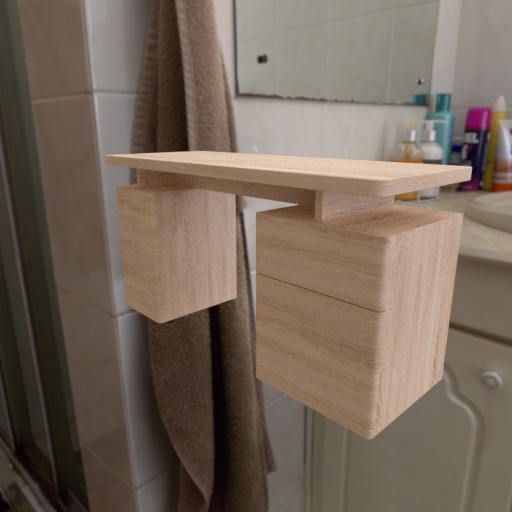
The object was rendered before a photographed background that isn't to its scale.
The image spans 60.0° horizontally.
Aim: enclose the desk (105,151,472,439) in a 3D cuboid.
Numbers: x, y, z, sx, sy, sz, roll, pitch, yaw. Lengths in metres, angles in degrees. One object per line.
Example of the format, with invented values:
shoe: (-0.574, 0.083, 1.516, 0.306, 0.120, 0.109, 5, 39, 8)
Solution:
desk: (0.000, 0.000, 1.790, 0.550, 0.760, 1.400, -15, 22, -42)
